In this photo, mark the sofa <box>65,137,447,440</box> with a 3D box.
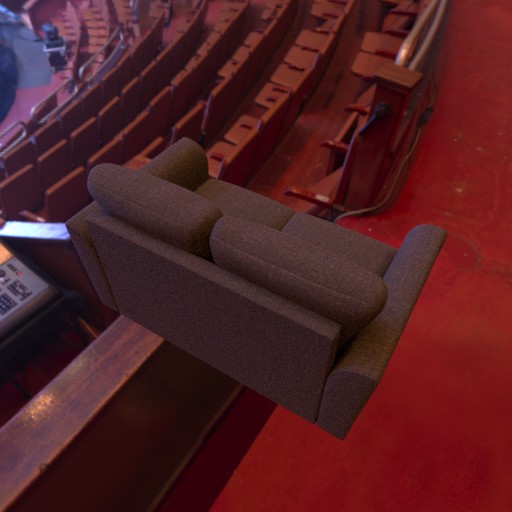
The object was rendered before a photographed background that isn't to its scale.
[{"bbox_3d":[0.000,0.000,2.025,1.423,0.885,0.851,24,51,21],"label":"sofa"}]
